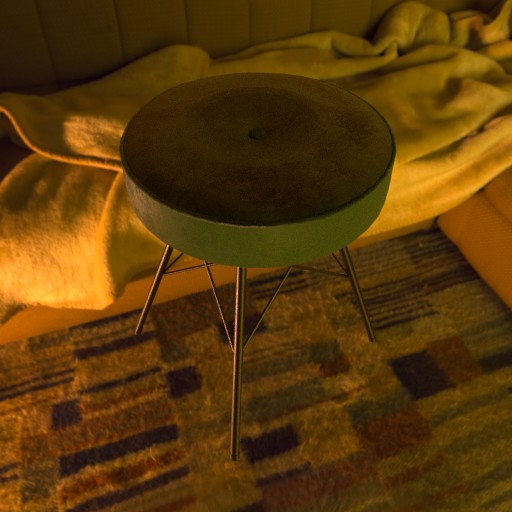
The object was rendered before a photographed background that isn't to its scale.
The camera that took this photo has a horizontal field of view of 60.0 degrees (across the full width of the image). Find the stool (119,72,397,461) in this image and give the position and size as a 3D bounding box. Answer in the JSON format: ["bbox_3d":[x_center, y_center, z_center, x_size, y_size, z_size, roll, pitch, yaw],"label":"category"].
[{"bbox_3d":[0.000,0.000,0.895,0.457,0.595,0.430,-31,54,-26],"label":"stool"}]
